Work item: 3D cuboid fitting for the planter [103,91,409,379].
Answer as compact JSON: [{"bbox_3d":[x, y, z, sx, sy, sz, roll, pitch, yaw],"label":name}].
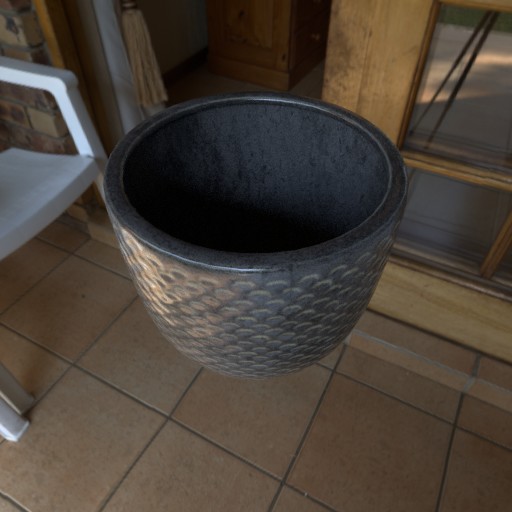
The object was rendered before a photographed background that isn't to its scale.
[{"bbox_3d":[0.000,0.000,0.309,0.172,0.160,0.172,0,46,0],"label":"planter"}]
